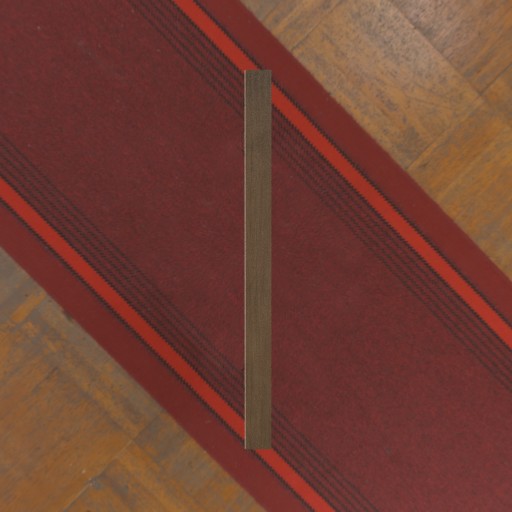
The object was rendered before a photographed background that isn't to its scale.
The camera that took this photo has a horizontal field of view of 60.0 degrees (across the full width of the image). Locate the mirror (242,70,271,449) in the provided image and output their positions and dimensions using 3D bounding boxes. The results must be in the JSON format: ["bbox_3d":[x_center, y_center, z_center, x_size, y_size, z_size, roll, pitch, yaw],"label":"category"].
[{"bbox_3d":[0.000,0.000,0.946,0.040,0.710,0.507,0,91,0],"label":"mirror"}]
